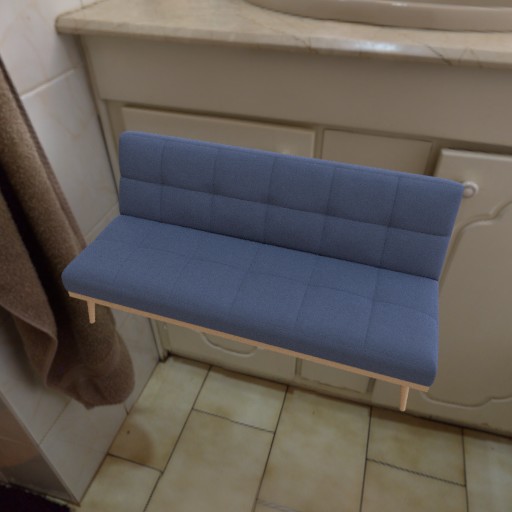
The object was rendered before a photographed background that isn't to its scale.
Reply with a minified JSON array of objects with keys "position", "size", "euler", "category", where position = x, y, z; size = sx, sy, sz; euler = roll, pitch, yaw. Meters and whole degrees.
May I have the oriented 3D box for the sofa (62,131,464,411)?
[{"position":[0.000,0.000,2.222],"size":[1.800,0.800,0.796],"euler":[12,42,14],"category":"sofa"}]
